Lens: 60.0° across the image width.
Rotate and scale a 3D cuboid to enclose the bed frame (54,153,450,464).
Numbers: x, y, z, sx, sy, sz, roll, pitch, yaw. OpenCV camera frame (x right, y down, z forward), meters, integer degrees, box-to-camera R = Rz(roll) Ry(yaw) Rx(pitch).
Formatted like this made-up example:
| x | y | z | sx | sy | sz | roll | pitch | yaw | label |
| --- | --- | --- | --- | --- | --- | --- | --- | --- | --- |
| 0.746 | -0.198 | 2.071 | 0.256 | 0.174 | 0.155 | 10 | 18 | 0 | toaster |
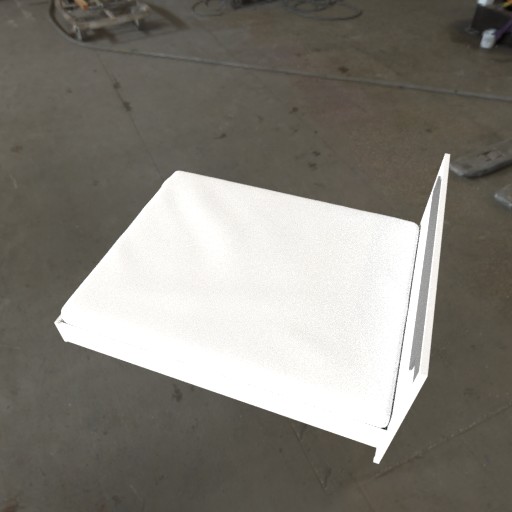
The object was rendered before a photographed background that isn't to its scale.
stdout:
| x | y | z | sx | sy | sz | roll | pitch | yaw | label |
| --- | --- | --- | --- | --- | --- | --- | --- | --- | --- |
| 0.000 | 0.000 | 2.967 | 2.100 | 1.001 | 1.711 | 15 | 48 | 14 | bed frame |
